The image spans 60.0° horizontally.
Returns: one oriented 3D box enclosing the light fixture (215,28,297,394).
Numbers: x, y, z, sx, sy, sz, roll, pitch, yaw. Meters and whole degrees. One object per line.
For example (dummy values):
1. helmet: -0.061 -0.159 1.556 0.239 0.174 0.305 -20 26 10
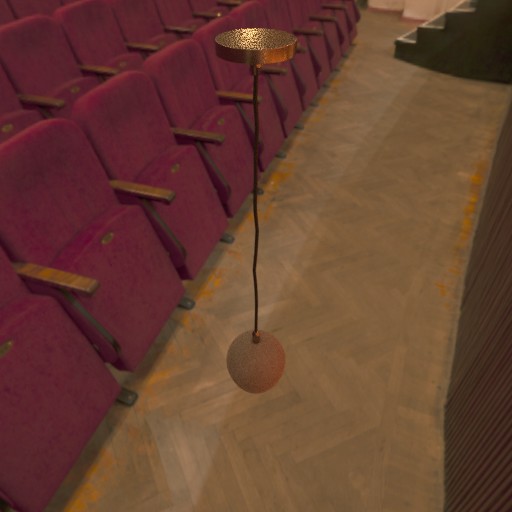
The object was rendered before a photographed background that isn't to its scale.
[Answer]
1. light fixture: 0.000 0.000 0.842 0.139 0.764 0.139 12 41 15
